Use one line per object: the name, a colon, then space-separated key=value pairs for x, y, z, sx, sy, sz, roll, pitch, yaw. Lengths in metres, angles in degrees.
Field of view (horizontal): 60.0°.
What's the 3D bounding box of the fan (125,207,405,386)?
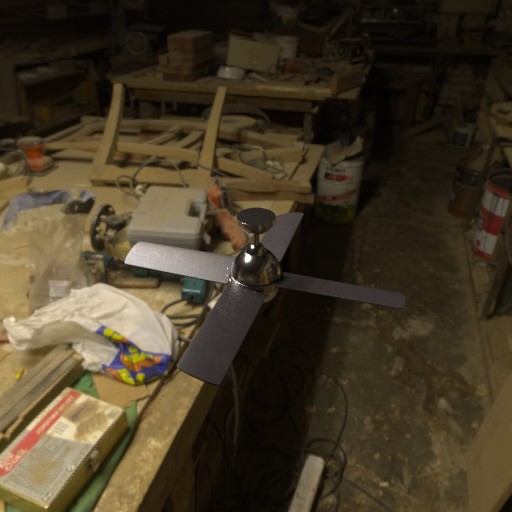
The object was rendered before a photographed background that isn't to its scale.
fan: x=0.000 y=0.000 z=2.006 sx=1.332 sy=0.403 sz=1.332 roll=10 pitch=33 yaw=15
